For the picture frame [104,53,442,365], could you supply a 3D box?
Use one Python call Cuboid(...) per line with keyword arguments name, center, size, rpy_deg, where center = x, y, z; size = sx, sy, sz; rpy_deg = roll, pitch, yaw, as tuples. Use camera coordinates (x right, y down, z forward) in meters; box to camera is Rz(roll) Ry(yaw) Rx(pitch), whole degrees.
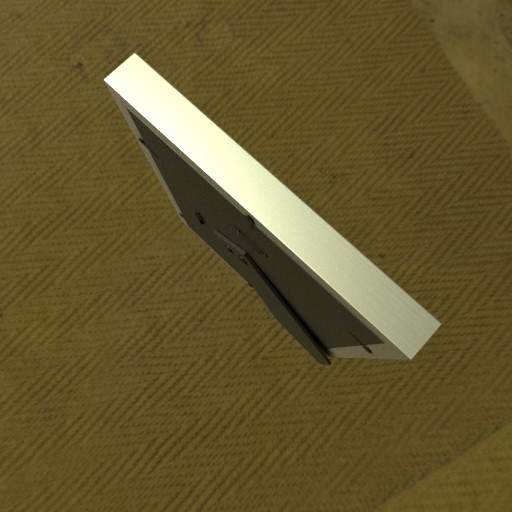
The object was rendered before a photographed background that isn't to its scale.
Cuboid(name="picture frame", center=(0.000, 0.000, 0.381), size=(0.233, 0.282, 0.036), rpy_deg=(43, 81, 9))
